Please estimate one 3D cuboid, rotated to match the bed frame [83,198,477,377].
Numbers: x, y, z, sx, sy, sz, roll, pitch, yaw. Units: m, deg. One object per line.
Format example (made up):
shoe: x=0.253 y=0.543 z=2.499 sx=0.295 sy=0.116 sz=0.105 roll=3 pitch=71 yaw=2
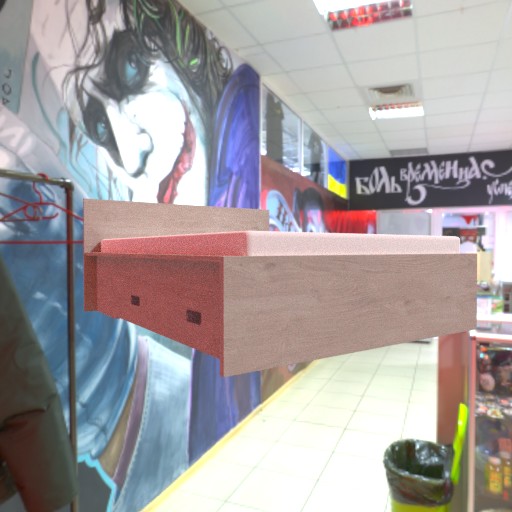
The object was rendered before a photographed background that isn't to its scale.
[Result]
bed frame: x=0.000 y=0.000 z=2.797 sx=1.622 sy=0.800 sz=1.960 roll=-1 pitch=1 yaw=-35
